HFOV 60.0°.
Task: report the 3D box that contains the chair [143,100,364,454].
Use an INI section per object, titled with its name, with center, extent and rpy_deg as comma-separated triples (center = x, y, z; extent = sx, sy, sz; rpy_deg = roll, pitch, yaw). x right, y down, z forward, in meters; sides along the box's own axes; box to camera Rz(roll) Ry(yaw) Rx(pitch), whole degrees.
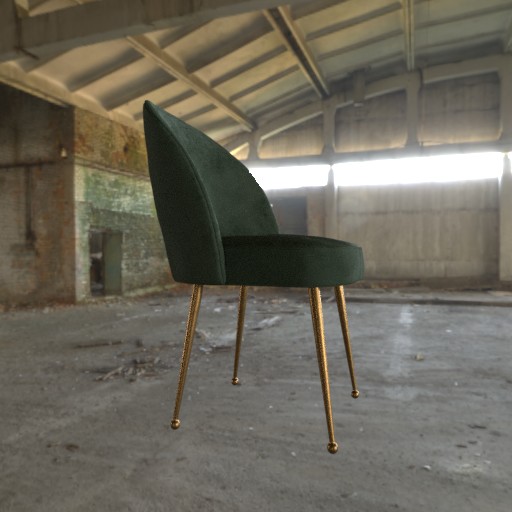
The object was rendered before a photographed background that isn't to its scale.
[chair]
center = 0.000, 0.000, 1.238
extent = 0.577, 0.860, 0.527
rpy_deg = 0, 0, 20
